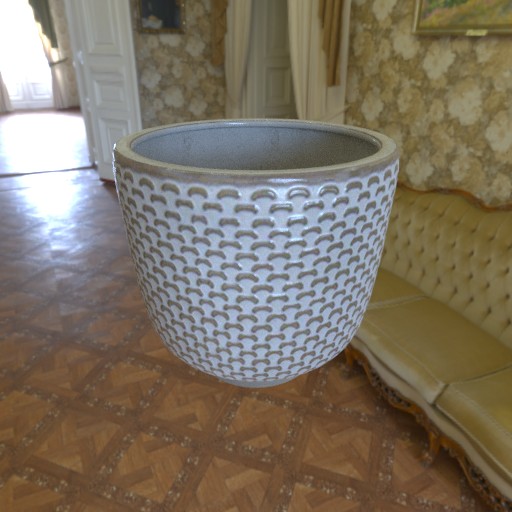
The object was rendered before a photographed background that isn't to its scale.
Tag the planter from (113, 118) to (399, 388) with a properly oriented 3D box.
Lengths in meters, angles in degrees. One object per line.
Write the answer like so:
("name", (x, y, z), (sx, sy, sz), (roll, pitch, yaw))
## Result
("planter", (0.000, 0.000, 0.248), (0.139, 0.130, 0.139), (0, 25, 0))
